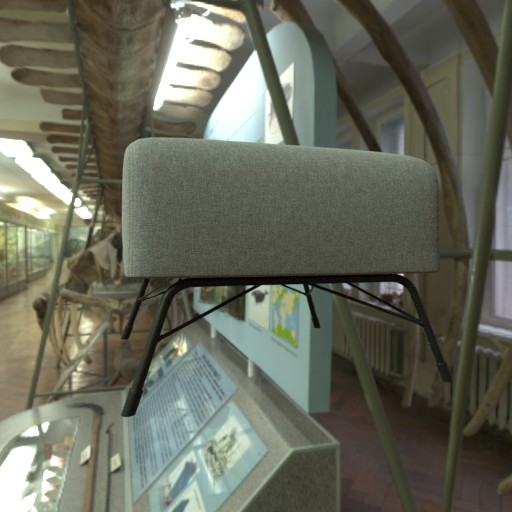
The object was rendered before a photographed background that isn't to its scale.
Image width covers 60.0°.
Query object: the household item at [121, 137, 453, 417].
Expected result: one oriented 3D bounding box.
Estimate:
[{"bbox_3d":[0.000,0.000,0.905,0.530,0.410,0.530,0,1,-17],"label":"household item"}]
